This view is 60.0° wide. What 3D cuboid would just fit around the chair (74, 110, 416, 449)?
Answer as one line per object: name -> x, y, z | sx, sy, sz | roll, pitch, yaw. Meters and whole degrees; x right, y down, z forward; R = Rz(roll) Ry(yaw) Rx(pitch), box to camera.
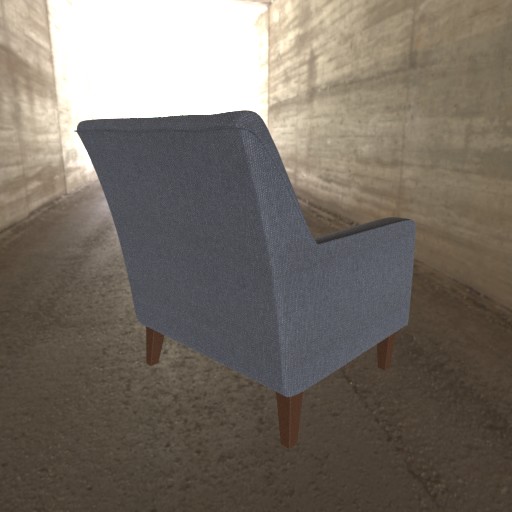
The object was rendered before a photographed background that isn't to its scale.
chair -> 0.000, 0.000, 1.567 | 0.780, 0.919, 0.899 | 14, 20, 42
